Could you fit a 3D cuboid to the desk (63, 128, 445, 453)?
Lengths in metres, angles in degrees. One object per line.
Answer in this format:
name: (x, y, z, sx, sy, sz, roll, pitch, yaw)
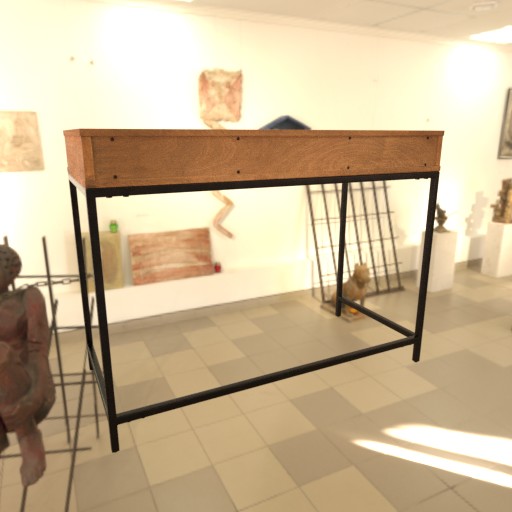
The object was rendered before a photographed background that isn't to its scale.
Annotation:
desk: (0.000, 0.000, 1.399, 1.016, 0.762, 0.470, -7, 17, -26)
